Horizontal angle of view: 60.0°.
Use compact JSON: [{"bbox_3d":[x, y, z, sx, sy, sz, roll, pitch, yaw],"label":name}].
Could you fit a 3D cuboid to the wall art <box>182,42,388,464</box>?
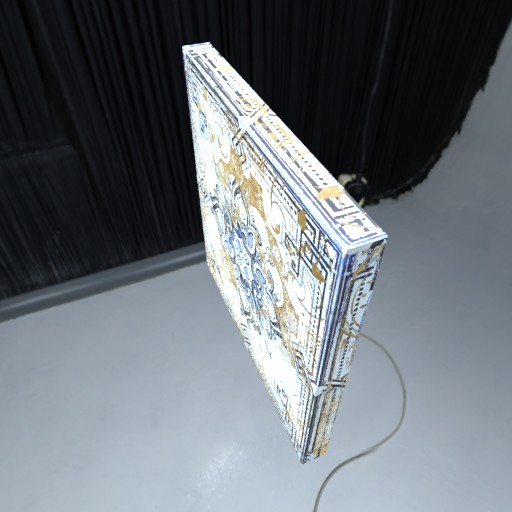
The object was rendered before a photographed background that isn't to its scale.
[{"bbox_3d":[0.000,0.000,0.596,0.038,0.410,0.411,-17,48,-16],"label":"wall art"}]
